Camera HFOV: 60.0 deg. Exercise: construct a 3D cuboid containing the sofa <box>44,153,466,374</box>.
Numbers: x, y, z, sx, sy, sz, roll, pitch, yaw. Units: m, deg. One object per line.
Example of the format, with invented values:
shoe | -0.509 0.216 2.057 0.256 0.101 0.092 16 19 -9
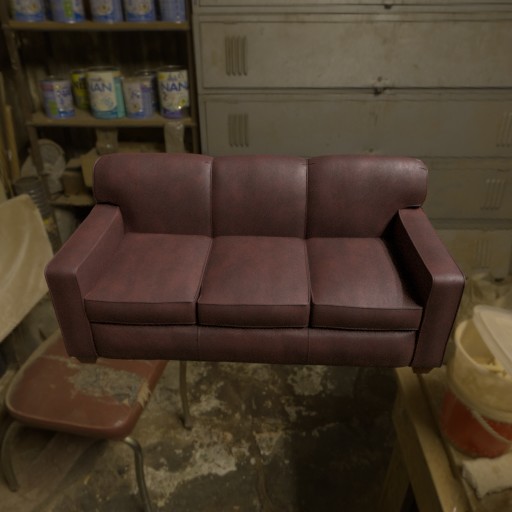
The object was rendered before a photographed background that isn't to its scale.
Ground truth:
sofa | 0.000 0.000 2.561 2.039 0.953 1.008 1 31 2
